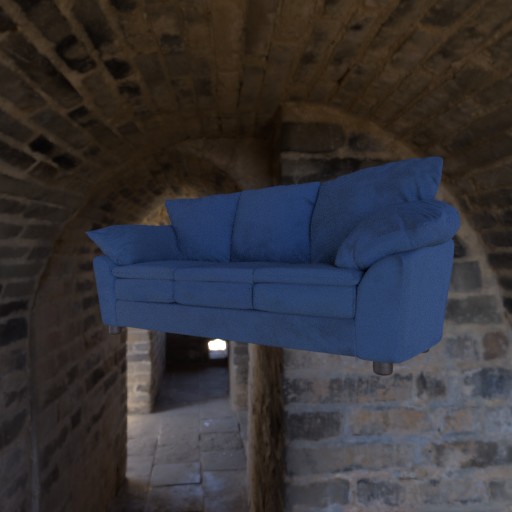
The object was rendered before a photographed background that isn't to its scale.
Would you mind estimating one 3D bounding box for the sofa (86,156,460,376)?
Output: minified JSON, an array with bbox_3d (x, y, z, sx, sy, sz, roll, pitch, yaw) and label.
[{"bbox_3d":[0.000,0.000,2.820,2.390,1.091,0.907,-1,-1,36],"label":"sofa"}]
